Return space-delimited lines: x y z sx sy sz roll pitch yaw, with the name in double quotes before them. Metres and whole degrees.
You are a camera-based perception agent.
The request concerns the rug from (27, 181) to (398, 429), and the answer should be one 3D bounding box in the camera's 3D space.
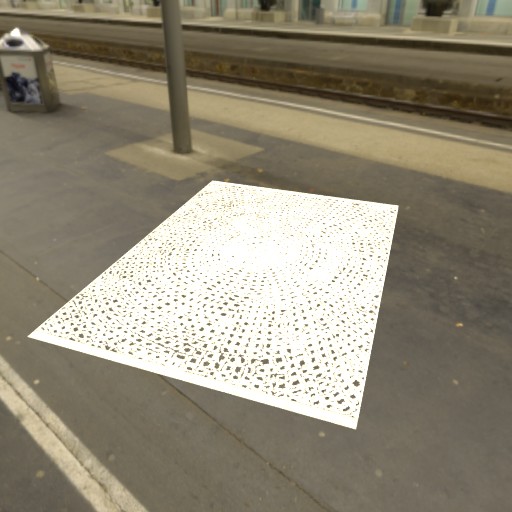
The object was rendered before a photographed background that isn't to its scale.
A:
"rug" 0.000 0.000 2.107 1.190 0.003 1.634 10 32 17
